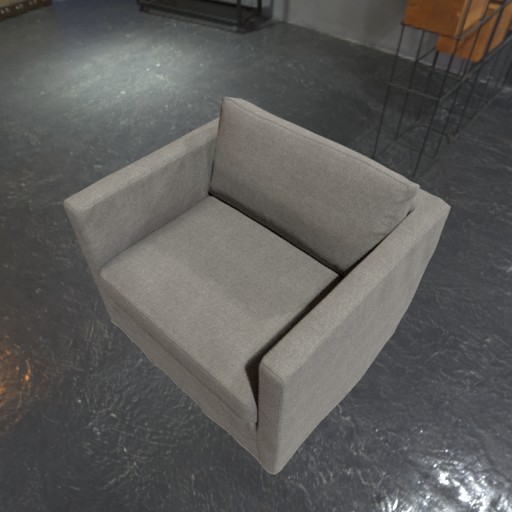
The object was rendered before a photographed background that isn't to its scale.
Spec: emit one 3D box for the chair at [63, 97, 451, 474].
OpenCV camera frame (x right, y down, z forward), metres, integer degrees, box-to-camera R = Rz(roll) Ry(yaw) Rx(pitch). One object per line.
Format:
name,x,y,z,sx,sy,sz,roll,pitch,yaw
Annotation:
chair,0.000,0.000,1.745,1.057,0.863,0.949,34,56,27
